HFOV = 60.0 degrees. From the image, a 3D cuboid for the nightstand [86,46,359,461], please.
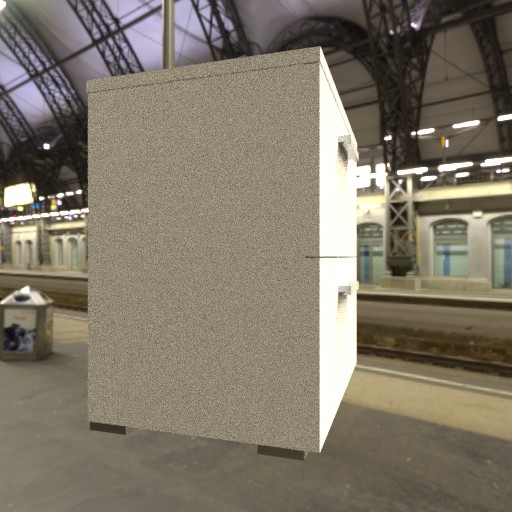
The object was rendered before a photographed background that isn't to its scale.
[{"bbox_3d":[0.000,0.000,0.741,0.325,0.460,0.441,0,0,18],"label":"nightstand"}]
